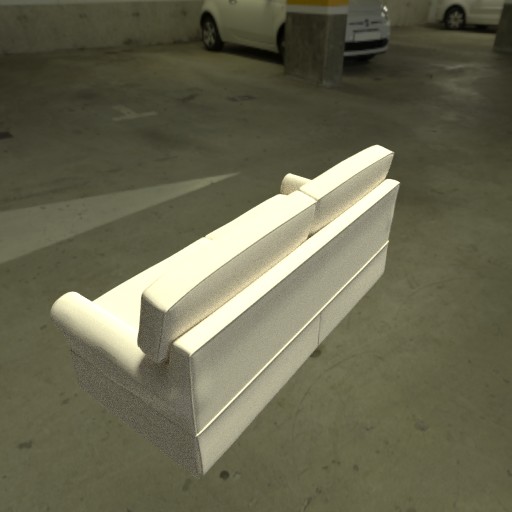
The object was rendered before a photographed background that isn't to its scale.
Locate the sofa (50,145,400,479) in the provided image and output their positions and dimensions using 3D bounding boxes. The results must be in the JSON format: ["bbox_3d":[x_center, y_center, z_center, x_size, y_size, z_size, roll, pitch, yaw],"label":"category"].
[{"bbox_3d":[0.000,0.000,2.479,0.862,0.937,2.021,21,37,30],"label":"sofa"}]
